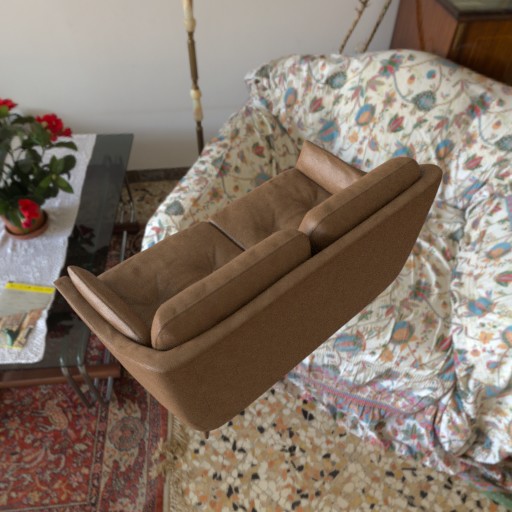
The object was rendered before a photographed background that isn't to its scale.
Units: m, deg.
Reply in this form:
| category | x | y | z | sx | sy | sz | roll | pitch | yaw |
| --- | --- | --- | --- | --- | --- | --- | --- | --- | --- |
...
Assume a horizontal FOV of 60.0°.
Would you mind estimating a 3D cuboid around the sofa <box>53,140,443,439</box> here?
| category | x | y | z | sx | sy | sz | roll | pitch | yaw |
| --- | --- | --- | --- | --- | --- | --- | --- | --- | --- |
| sofa | 0.000 | 0.000 | 2.279 | 1.731 | 0.886 | 0.981 | -33 | 56 | -27 |
